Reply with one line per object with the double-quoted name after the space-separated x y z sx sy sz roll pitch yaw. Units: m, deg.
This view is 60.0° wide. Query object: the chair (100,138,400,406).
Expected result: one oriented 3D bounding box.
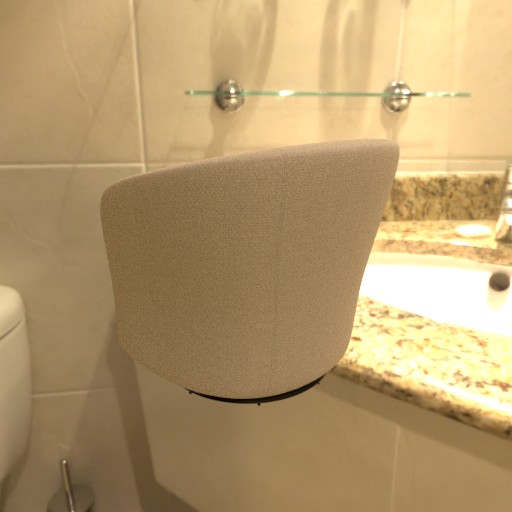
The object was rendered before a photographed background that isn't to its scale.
0.000 0.000 1.458 0.791 0.771 0.815 -17 25 -42 "chair"
